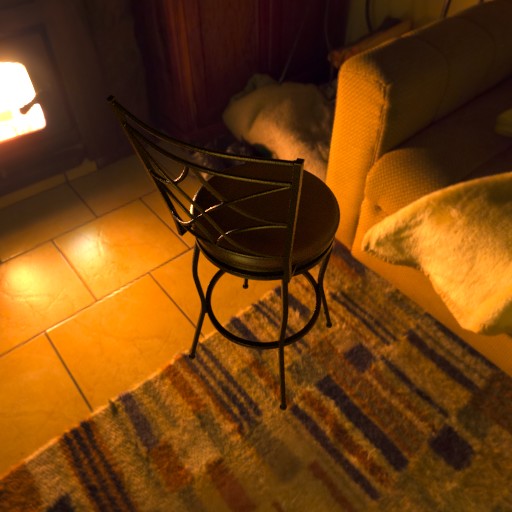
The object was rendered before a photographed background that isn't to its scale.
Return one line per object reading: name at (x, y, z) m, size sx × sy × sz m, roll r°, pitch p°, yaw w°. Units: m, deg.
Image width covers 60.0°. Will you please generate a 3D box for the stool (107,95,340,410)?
stool at (0.000, 0.000, 1.349) m, size 0.434 × 1.117 × 0.534 m, roll 23°, pitch 52°, yaw 20°
